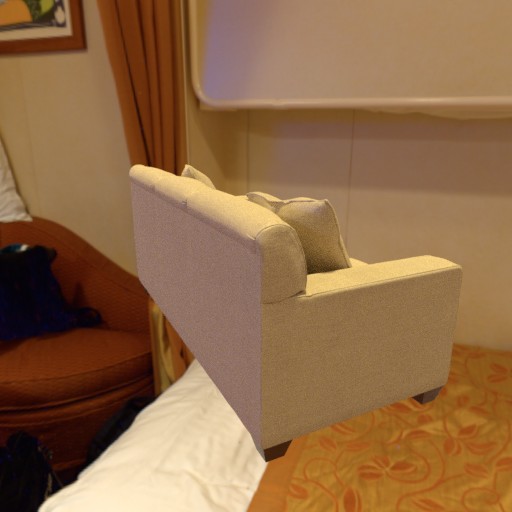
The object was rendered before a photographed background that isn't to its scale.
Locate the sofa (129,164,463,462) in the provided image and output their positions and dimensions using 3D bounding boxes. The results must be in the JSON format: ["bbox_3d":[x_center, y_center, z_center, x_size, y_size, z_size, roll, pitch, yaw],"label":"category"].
[{"bbox_3d":[0.000,0.000,2.532,0.997,0.958,2.024,-8,19,-25],"label":"sofa"}]
